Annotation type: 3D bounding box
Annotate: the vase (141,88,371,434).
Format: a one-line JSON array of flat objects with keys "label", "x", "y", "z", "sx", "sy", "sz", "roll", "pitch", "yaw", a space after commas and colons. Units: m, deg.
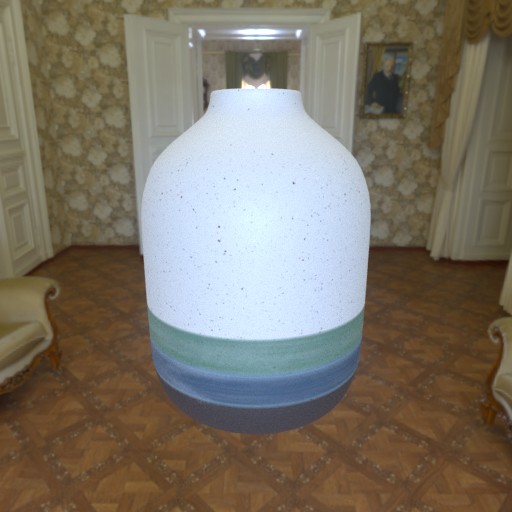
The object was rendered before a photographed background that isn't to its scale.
[{"label": "vase", "x": 0.000, "y": 0.000, "z": 0.345, "sx": 0.169, "sy": 0.240, "sz": 0.169, "roll": 0, "pitch": 16, "yaw": 0}]
